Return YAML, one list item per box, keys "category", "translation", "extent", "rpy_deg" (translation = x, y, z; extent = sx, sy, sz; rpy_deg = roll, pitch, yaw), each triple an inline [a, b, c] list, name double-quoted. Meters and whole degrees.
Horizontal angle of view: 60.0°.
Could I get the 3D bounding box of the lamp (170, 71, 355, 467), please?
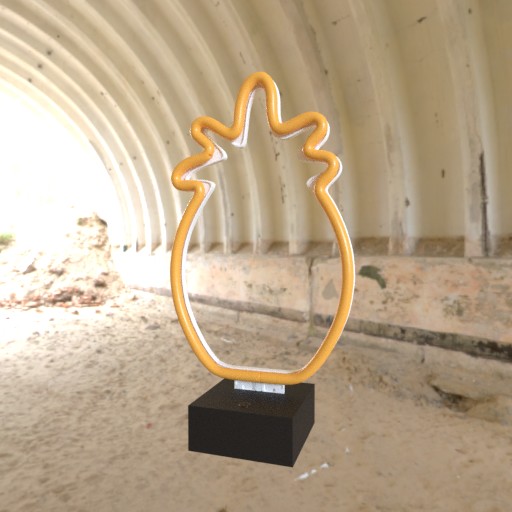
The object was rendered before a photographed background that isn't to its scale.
- category: "lamp"
  translation: [0.000, 0.000, 0.386]
  extent: [0.167, 0.317, 0.088]
  rpy_deg: [0, 1, 18]
